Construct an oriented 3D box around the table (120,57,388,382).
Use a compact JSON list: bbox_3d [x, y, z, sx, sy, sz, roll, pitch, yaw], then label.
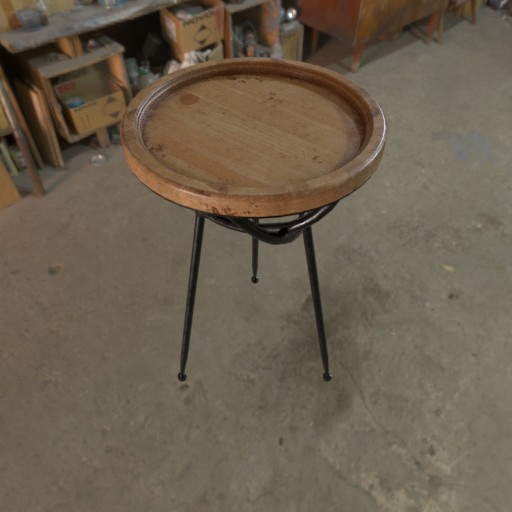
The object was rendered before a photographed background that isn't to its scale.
[{"bbox_3d":[0.000,0.000,0.934,0.414,0.664,0.418,10,48,9],"label":"table"}]
